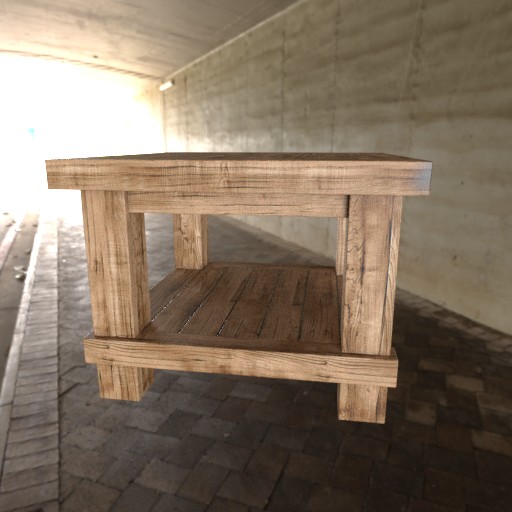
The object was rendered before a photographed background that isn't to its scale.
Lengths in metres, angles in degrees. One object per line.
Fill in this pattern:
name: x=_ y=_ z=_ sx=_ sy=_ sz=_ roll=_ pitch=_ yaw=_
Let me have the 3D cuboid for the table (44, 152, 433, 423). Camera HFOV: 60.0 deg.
table: x=0.000 y=0.000 z=1.030 sx=0.610 sy=0.457 sz=0.610 roll=2 pitch=14 yaw=9
